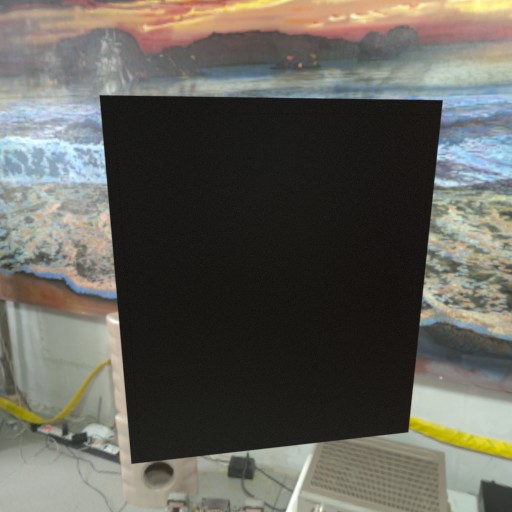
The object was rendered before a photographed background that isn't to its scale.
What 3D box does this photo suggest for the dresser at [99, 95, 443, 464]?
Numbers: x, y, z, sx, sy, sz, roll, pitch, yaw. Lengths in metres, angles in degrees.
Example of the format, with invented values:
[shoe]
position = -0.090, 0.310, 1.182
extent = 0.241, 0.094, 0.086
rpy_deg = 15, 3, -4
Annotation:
[dresser]
position = 0.000, 0.000, 0.738
extent = 0.400, 0.470, 0.360
rpy_deg = -2, 15, -9
